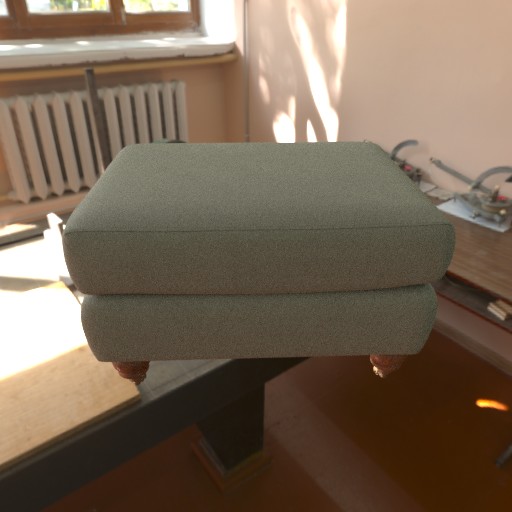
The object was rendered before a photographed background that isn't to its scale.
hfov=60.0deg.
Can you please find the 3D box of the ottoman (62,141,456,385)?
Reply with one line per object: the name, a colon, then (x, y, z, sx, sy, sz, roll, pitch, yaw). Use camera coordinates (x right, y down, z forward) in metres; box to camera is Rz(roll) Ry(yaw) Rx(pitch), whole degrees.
ottoman: (0.000, 0.000, 1.155, 0.773, 0.504, 0.569, -1, 30, -2)
